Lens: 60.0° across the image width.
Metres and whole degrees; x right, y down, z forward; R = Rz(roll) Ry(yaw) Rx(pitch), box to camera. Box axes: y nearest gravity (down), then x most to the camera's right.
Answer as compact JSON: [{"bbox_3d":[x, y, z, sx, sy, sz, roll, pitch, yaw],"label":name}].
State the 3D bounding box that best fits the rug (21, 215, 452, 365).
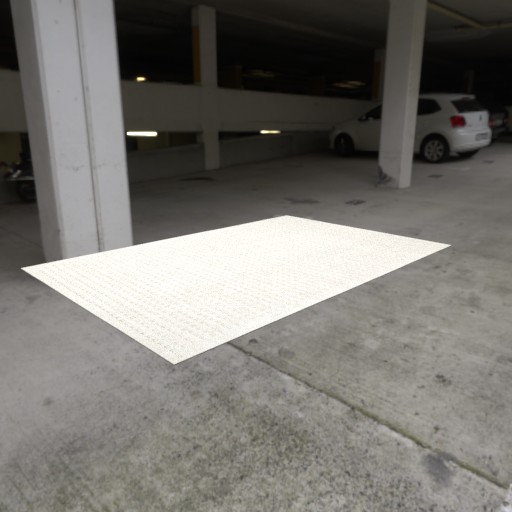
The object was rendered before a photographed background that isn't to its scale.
[{"bbox_3d":[0.000,0.000,2.796,2.289,0.006,1.523,-15,22,-42],"label":"rug"}]
